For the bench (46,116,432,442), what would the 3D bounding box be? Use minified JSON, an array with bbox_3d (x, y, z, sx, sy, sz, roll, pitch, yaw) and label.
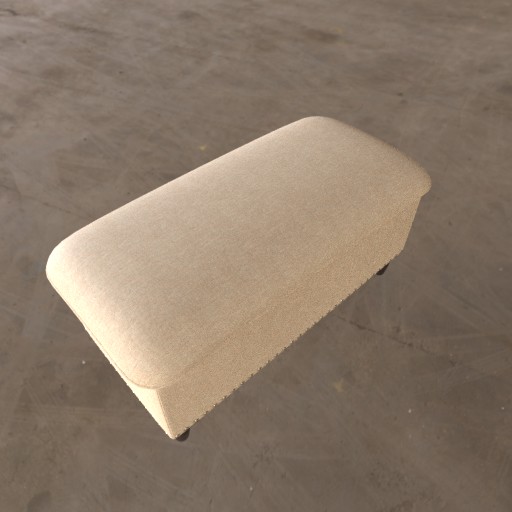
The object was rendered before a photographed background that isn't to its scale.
[{"bbox_3d":[0.000,0.000,1.267,0.991,0.483,0.483,-34,55,-28],"label":"bench"}]
